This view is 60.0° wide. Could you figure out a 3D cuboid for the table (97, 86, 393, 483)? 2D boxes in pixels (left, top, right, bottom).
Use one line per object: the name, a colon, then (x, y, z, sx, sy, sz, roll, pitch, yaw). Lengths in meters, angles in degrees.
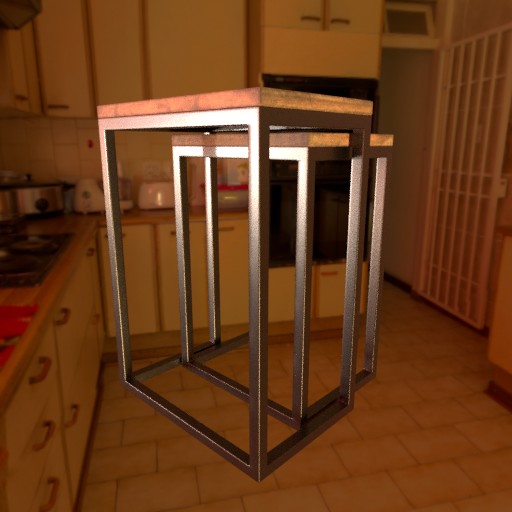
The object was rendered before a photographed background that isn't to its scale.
table: (0.000, 0.000, 0.955, 0.460, 0.615, 0.456, -13, 19, -42)
